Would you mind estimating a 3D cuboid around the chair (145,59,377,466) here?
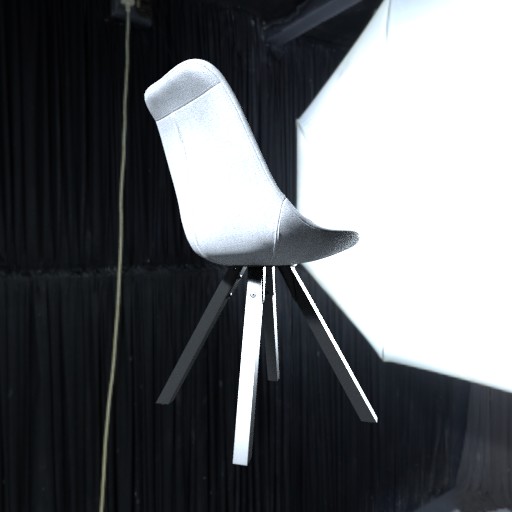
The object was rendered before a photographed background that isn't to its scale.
[{"bbox_3d":[0.000,0.000,1.186,0.550,0.850,0.485,-1,2,-35],"label":"chair"}]
